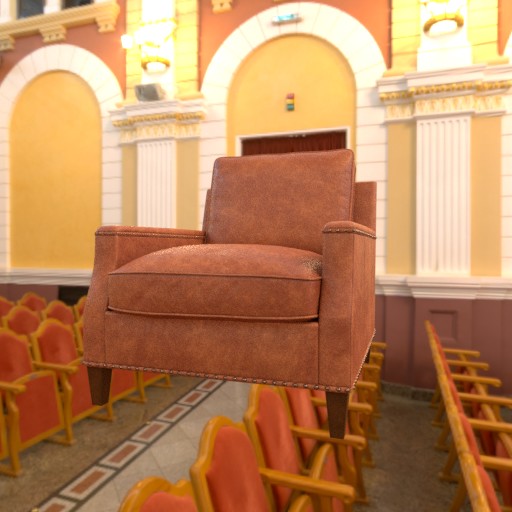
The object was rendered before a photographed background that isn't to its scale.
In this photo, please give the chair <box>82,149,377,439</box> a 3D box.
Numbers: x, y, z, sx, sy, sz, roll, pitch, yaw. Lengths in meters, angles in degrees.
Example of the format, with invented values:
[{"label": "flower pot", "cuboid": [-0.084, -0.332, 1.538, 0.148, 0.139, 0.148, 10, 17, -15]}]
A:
[{"label": "chair", "cuboid": [0.000, 0.000, 1.717, 0.853, 0.943, 1.014, 0, 1, 19]}]
